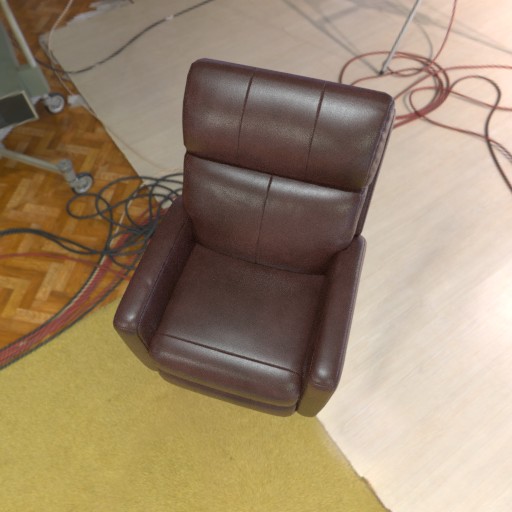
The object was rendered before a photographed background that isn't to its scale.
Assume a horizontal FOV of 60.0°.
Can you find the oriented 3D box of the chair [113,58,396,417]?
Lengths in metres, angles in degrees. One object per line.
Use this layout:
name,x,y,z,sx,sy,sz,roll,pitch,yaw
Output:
chair,0.000,0.000,1.663,0.787,1.016,0.939,14,61,8
